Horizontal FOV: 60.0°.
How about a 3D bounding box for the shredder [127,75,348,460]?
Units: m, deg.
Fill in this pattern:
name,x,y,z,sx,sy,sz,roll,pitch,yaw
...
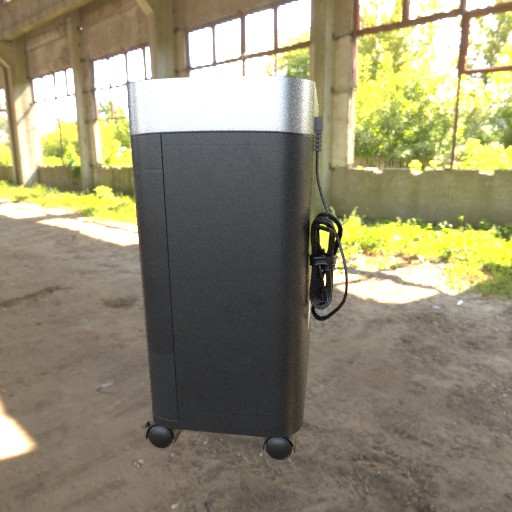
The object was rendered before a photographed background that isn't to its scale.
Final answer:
name,x,y,z,sx,sy,sz,roll,pitch,yaw
shredder,0.000,0.000,0.610,0.237,0.419,0.311,2,13,8
